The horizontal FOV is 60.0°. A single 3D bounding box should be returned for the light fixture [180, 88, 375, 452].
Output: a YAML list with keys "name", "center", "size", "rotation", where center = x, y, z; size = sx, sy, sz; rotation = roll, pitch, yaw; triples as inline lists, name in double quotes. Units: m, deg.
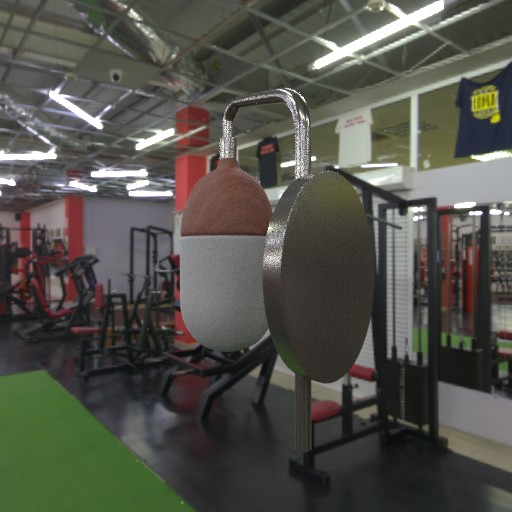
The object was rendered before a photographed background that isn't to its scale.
- name: "light fixture"
  center: [0.000, 0.000, 0.453]
  size: [0.108, 0.343, 0.216]
  rotation: [0, 0, -35]
